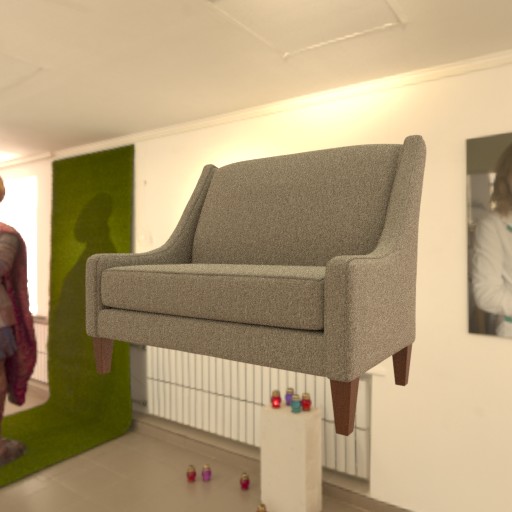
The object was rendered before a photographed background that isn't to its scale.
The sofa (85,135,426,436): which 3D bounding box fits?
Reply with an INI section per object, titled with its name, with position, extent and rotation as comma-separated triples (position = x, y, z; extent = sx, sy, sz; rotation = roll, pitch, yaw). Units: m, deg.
[sofa]
position = 0.000, 0.000, 1.919
extent = 1.242, 1.026, 0.862
rotation = 1, 1, 34
